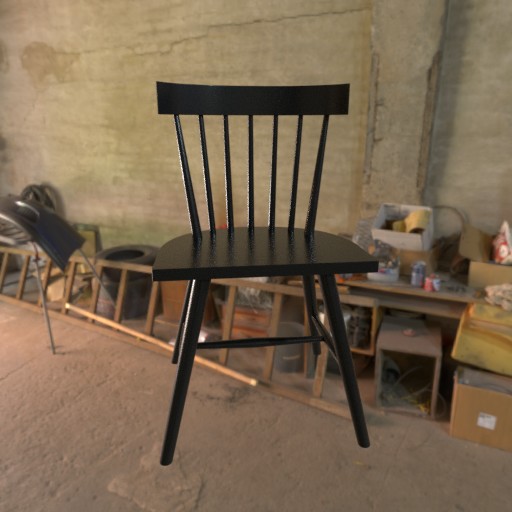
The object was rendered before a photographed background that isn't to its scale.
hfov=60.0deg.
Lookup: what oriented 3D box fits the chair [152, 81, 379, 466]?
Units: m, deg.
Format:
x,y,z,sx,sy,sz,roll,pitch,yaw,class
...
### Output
x,y,z,sx,sy,sz,roll,pitch,yaw,class
0.000,0.000,1.151,0.506,0.844,0.483,-2,17,-7,chair
